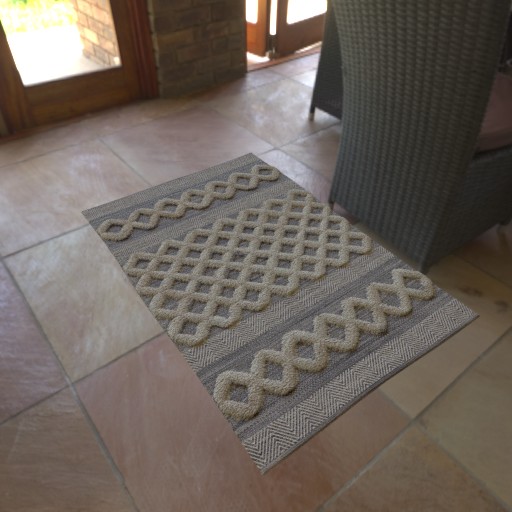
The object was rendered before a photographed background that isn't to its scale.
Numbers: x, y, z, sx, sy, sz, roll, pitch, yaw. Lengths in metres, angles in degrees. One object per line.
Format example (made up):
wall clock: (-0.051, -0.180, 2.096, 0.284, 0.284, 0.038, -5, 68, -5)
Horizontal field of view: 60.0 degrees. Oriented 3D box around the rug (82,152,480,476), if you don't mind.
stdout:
rug: (0.000, 0.000, 2.302, 1.222, 0.030, 1.823, -25, 48, -25)
